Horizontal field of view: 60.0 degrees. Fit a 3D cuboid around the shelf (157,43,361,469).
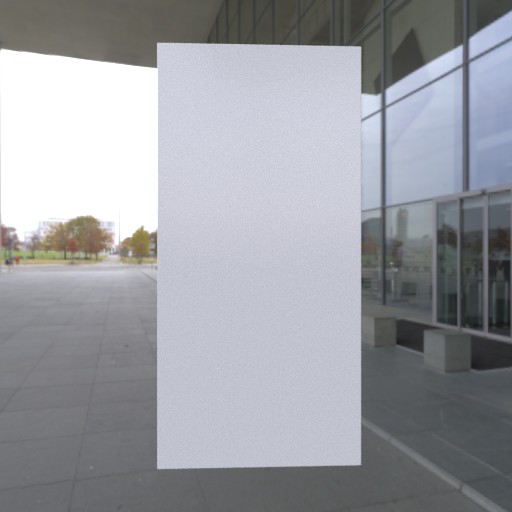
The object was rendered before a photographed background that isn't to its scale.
[{"bbox_3d":[0.000,0.000,0.771,0.290,0.594,0.297,0,0,-2],"label":"shelf"}]
